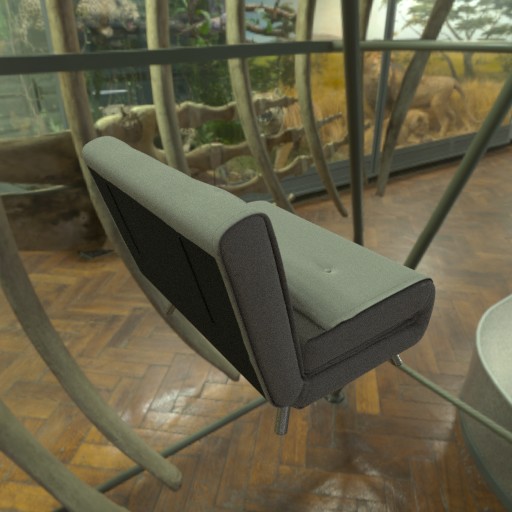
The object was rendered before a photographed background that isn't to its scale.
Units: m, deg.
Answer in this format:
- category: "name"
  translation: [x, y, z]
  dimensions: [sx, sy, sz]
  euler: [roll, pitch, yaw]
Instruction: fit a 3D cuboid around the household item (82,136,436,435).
- category: "household item"
  translation: [0.000, 0.000, 1.641]
  dimensions: [0.874, 0.800, 1.000]
  euler: [-18, 32, -31]
